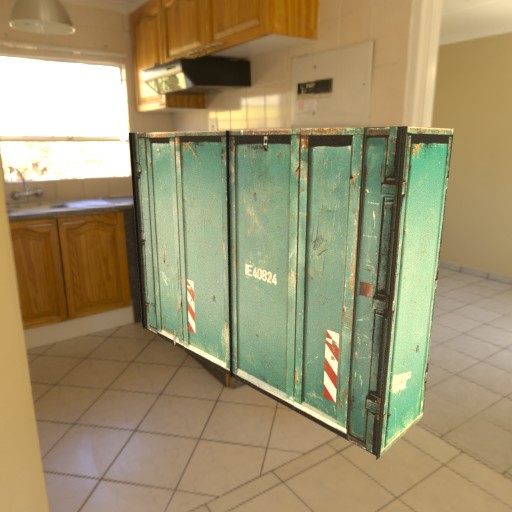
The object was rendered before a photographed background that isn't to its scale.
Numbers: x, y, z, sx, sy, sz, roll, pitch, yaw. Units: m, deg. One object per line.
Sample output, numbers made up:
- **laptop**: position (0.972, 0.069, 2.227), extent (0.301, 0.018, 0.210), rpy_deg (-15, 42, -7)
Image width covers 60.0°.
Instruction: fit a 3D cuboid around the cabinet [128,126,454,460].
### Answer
- **cabinet**: position (0.000, 0.000, 3.977), extent (0.680, 2.160, 3.001), rpy_deg (-14, 20, -43)
